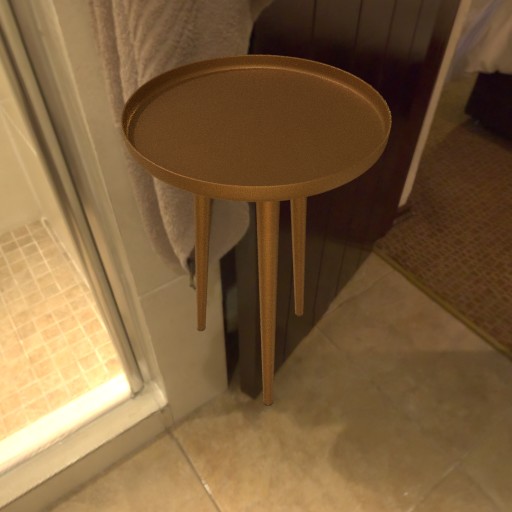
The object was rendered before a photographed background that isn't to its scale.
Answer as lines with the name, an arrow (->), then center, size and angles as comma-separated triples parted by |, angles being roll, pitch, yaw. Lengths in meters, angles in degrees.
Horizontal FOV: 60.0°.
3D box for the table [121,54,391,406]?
table -> 0.000, 0.000, 0.671 | 0.299, 0.480, 0.299 | 12, 47, 12
